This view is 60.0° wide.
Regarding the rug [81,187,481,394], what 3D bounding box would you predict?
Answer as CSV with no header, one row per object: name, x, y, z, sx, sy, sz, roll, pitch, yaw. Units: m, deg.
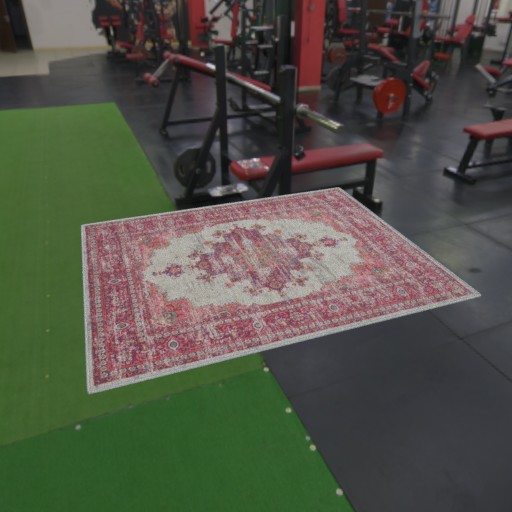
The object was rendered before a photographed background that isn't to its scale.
rug,0.000,0.000,4.219,3.123,0.017,2.447,-10,33,-17
